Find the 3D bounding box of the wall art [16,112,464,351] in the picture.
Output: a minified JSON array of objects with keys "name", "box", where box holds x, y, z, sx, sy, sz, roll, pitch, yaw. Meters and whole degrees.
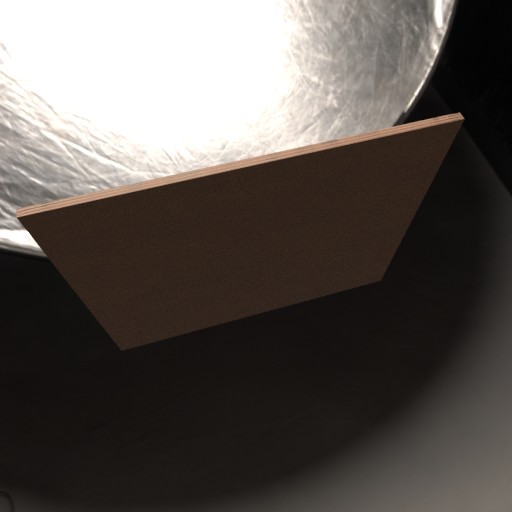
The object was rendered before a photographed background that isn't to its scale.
[{"name":"wall art","box":[0.000,0.000,0.662,0.508,0.408,0.012,-14,60,-8]}]
